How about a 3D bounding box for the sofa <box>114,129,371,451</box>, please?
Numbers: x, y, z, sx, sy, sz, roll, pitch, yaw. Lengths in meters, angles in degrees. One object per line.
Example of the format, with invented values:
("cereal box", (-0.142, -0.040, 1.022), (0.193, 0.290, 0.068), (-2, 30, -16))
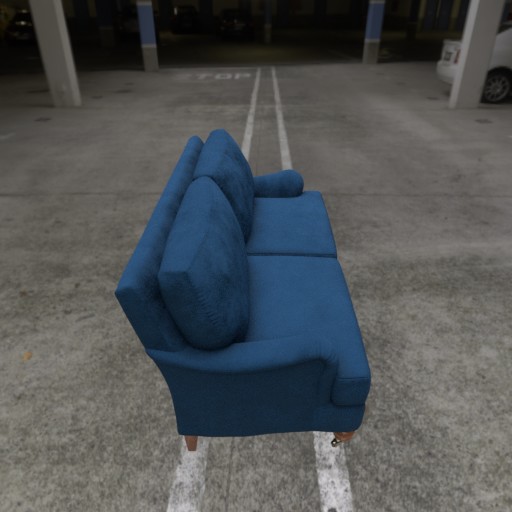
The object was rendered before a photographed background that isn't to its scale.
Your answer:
("sofa", (0.000, 0.000, 2.821), (1.084, 1.101, 2.141), (0, 31, 1))
